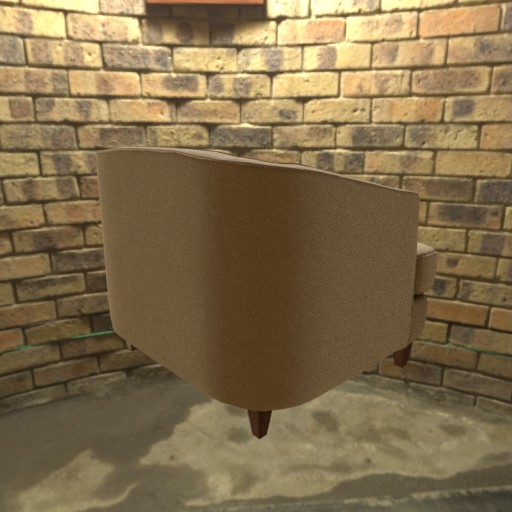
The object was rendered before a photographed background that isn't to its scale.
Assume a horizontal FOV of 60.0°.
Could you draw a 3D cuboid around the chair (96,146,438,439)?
[{"bbox_3d":[0.000,0.000,1.753,0.941,0.852,1.104,-14,21,-42],"label":"chair"}]
